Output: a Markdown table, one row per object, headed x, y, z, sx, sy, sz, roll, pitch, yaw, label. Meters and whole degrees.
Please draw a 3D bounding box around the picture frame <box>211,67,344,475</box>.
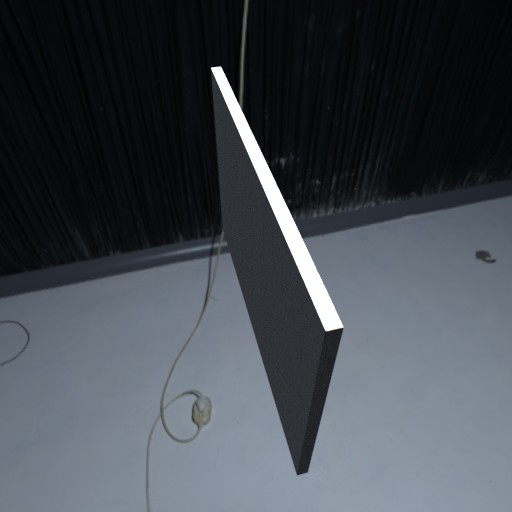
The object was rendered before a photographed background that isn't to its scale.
| x | y | z | sx | sy | sz | roll | pitch | yaw | label |
| --- | --- | --- | --- | --- | --- | --- | --- | --- | --- |
| 0.000 | 0.000 | 1.214 | 0.029 | 0.640 | 0.950 | -10 | 47 | -10 | picture frame |
